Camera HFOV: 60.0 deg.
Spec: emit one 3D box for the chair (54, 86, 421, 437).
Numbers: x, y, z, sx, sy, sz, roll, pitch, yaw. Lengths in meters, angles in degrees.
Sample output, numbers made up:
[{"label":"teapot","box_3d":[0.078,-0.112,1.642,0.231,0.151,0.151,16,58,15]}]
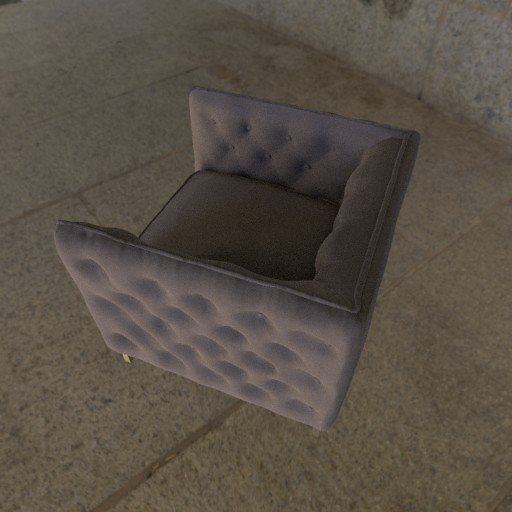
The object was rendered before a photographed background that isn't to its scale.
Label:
[{"label":"chair","box_3d":[0.000,0.000,1.661,0.913,0.807,0.946,17,50,14]}]
